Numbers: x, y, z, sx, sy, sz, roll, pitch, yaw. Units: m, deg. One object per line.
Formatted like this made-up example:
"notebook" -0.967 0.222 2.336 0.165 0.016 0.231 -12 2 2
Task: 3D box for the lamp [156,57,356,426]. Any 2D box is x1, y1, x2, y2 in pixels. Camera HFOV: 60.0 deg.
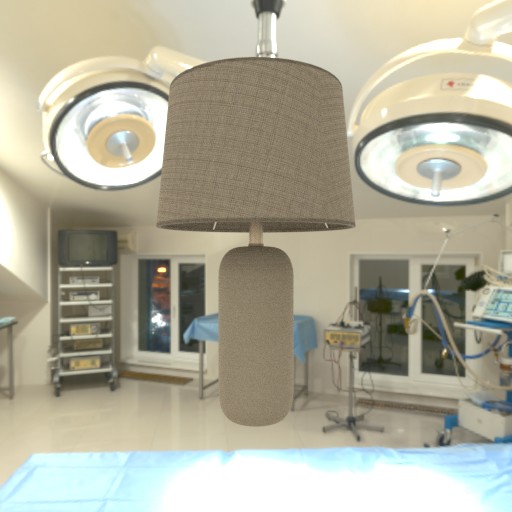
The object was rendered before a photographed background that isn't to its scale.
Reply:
"lamp" 0.000 0.000 0.836 0.367 0.609 0.367 0 0 0
